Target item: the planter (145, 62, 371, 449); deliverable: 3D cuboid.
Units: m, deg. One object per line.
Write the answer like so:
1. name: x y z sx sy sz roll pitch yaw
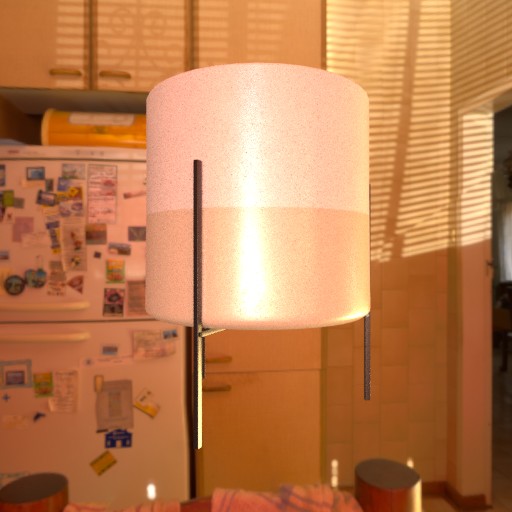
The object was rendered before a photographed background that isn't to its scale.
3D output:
1. planter: 0.000 0.000 0.732 0.359 0.484 0.368 0 0 -36
